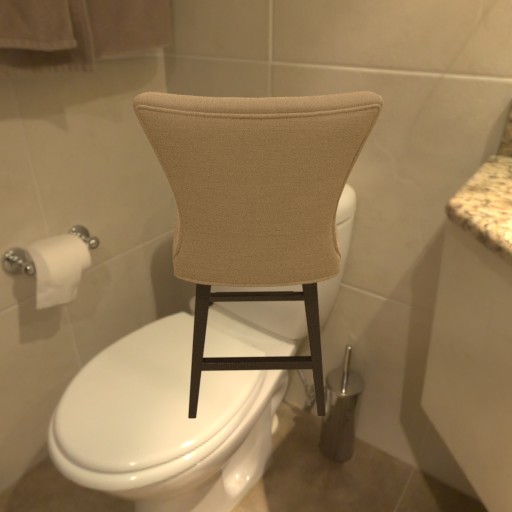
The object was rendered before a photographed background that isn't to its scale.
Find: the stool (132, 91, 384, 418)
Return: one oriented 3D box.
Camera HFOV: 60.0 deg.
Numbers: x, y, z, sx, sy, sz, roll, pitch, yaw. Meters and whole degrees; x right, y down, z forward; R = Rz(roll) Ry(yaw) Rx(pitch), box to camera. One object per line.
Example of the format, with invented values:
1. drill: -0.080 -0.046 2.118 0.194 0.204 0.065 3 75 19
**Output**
1. stool: 0.000 0.000 1.332 0.514 1.000 0.574 -1 29 -1
